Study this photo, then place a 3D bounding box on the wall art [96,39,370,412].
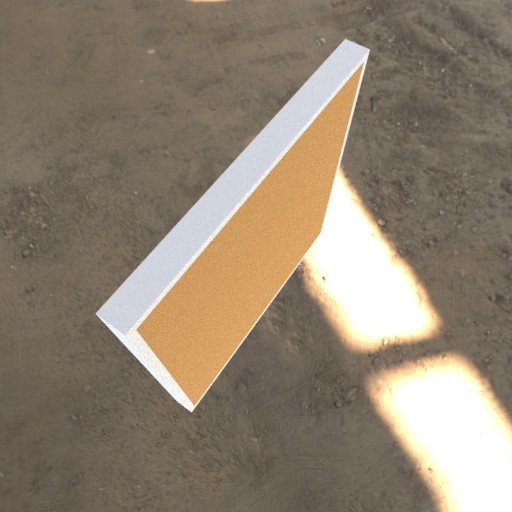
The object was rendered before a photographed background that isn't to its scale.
[{"bbox_3d":[0.000,0.000,0.456,0.024,0.304,0.304,32,67,15],"label":"wall art"}]
